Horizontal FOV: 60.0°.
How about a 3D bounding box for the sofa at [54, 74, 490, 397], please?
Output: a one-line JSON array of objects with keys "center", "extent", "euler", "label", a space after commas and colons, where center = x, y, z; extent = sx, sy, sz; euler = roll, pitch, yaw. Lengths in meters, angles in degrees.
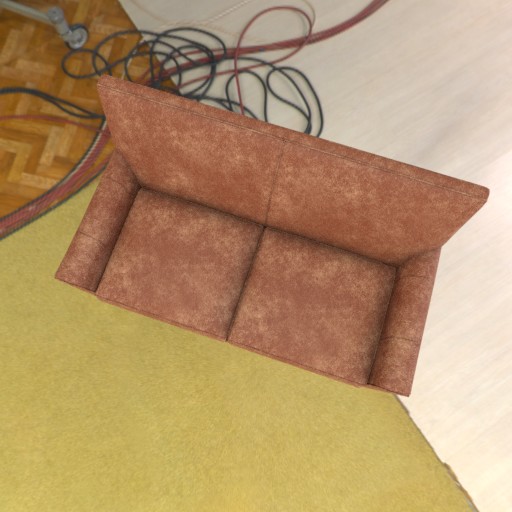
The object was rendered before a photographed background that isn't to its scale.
[{"center": [0.000, 0.000, 1.934], "extent": [1.473, 0.871, 0.787], "euler": [18, 77, 4], "label": "sofa"}]
